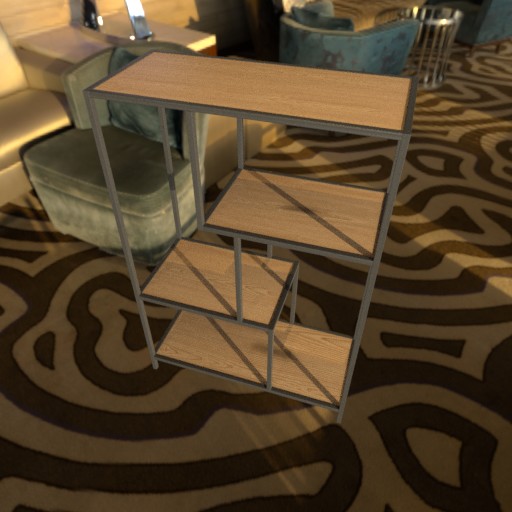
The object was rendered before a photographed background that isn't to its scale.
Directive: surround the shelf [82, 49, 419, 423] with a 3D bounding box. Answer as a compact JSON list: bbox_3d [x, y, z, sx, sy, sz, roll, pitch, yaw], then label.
[{"bbox_3d":[0.000,0.000,1.479,0.770,1.138,0.350,12,42,14],"label":"shelf"}]
